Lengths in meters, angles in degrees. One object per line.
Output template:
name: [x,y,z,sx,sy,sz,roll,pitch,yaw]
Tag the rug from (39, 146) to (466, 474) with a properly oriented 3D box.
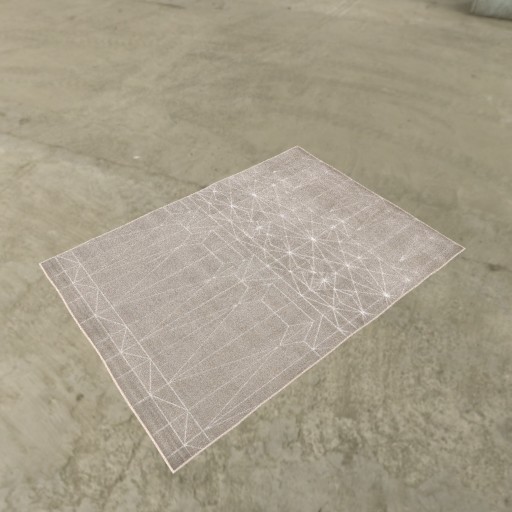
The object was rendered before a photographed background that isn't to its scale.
rug: [0.000,0.000,4.295,3.357,0.019,2.449,-30,52,-26]
